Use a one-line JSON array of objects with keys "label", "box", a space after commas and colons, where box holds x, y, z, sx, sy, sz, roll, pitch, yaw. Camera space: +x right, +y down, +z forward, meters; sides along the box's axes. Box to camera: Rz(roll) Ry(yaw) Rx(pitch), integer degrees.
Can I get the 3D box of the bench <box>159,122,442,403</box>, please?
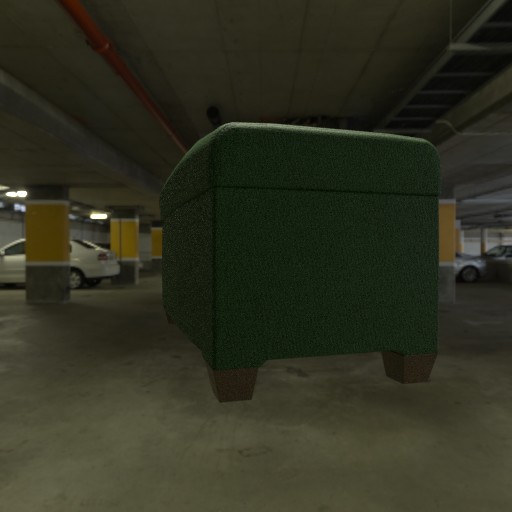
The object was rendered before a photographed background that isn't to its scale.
[{"label": "bench", "box": [0.000, 0.000, 1.275, 0.505, 0.501, 0.989, 0, 1, -17]}]
